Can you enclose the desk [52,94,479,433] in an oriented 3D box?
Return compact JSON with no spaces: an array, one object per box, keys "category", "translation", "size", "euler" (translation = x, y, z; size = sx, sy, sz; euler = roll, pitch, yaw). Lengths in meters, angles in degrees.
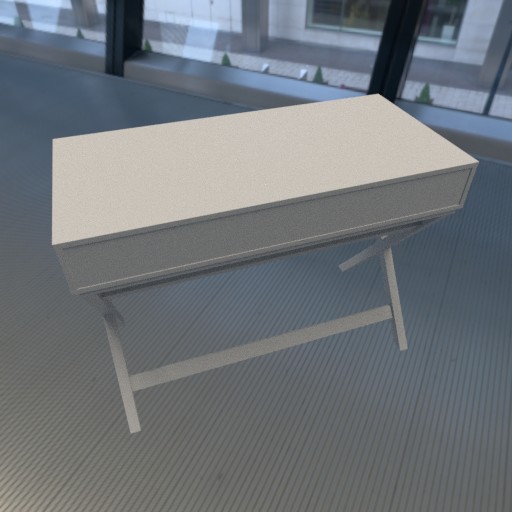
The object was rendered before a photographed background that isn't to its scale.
[{"category":"desk","translation":[0.000,0.000,1.472],"size":[1.057,0.780,0.525],"euler":[-13,42,-14]}]
